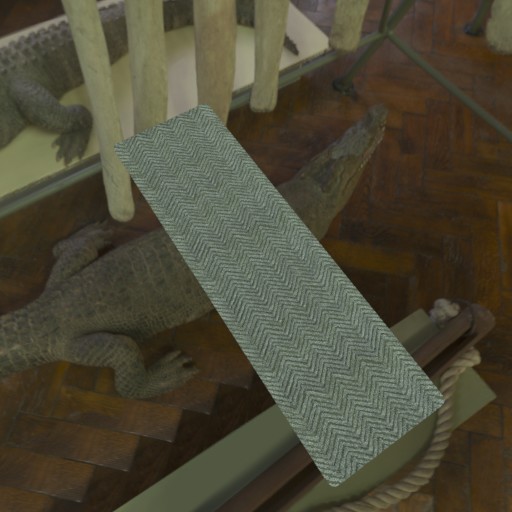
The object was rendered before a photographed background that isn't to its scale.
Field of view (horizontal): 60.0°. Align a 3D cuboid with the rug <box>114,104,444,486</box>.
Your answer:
[{"bbox_3d":[0.000,0.000,2.453,0.686,0.008,2.286,-30,67,-14],"label":"rug"}]
